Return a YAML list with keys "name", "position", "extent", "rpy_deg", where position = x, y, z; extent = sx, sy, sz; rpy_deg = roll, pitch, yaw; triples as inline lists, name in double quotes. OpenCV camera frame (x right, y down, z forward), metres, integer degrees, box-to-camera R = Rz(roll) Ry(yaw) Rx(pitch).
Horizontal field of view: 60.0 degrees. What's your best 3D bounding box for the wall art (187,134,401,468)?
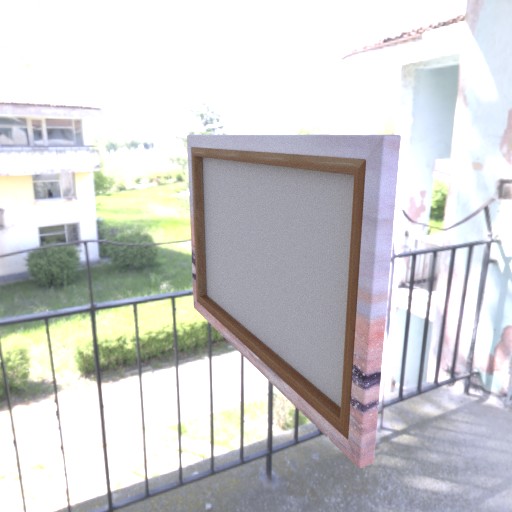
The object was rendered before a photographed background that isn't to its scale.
- name: "wall art"
  position: [0.000, 0.000, 1.154]
  extent: [0.038, 0.609, 0.913]
  rpy_deg: [-8, 17, -27]
